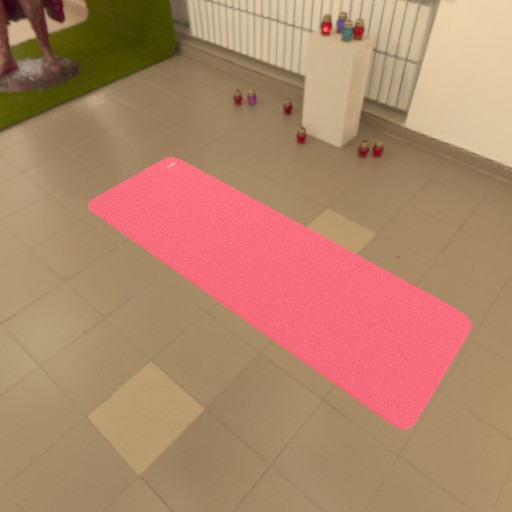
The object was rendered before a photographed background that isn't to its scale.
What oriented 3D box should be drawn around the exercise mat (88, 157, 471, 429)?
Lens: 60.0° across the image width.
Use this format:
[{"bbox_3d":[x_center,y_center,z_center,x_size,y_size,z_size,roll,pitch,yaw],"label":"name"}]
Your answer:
[{"bbox_3d":[0.000,0.000,2.097,1.884,0.021,0.616,32,54,26],"label":"exercise mat"}]
